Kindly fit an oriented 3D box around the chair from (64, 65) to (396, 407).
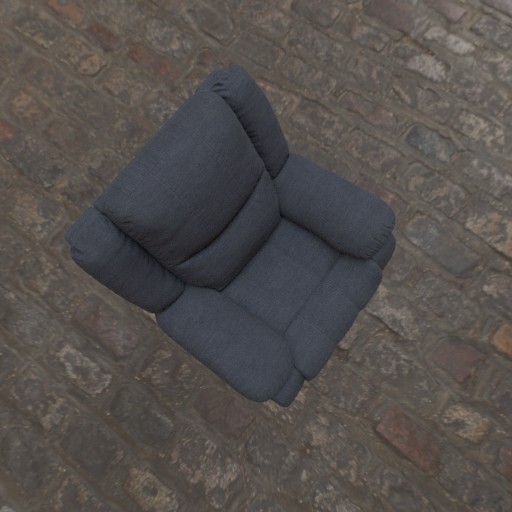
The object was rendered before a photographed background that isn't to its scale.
[{"bbox_3d":[0.000,0.000,1.760,0.944,1.008,0.899,36,78,9],"label":"chair"}]
